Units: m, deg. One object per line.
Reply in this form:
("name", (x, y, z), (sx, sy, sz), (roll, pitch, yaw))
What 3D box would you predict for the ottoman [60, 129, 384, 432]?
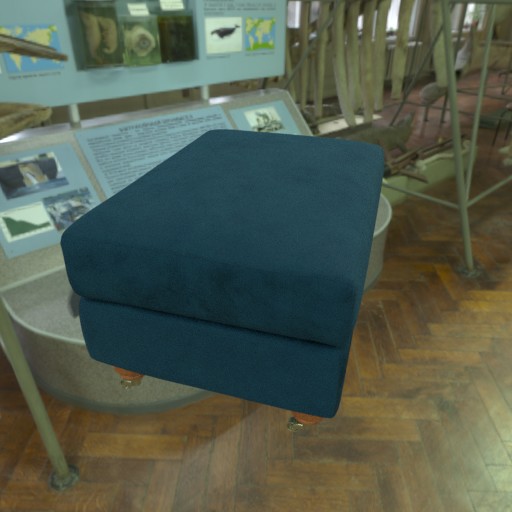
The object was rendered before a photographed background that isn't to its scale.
("ottoman", (0.000, 0.000, 1.157), (0.572, 0.503, 0.773), (9, 32, 15))
